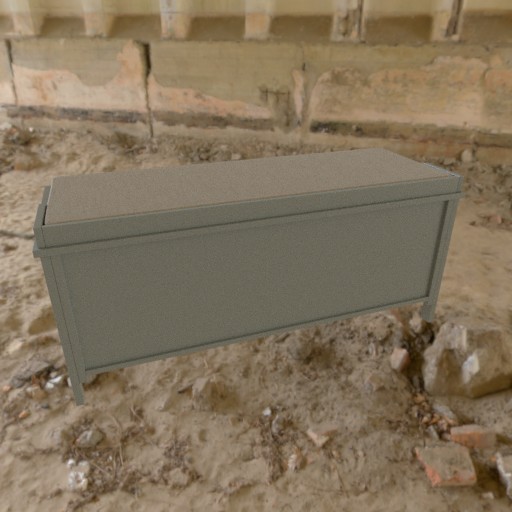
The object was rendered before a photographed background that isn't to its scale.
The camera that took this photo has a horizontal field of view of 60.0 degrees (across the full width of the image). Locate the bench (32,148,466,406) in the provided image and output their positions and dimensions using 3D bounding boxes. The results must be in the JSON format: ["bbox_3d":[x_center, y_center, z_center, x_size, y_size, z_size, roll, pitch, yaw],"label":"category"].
[{"bbox_3d":[0.000,0.000,1.360,1.140,0.501,0.398,-9,28,-17],"label":"bench"}]
